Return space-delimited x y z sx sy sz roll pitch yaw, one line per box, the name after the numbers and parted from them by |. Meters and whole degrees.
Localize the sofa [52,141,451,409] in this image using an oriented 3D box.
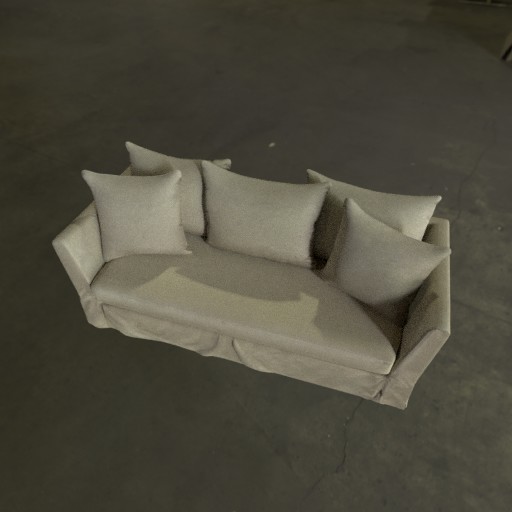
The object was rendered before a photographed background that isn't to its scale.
0.000 0.000 2.892 2.290 1.034 1.031 12 43 13 | sofa
